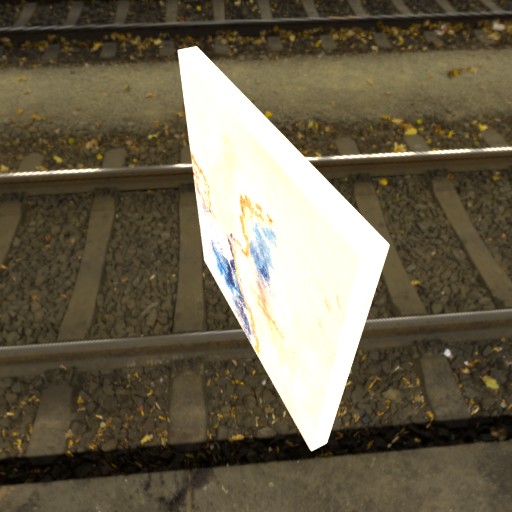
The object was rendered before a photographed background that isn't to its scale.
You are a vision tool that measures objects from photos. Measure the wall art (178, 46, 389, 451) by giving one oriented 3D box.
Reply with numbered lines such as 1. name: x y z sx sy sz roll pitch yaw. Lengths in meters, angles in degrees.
1. wall art: 0.000 0.000 1.577 0.071 1.061 1.061 -20 50 -17
